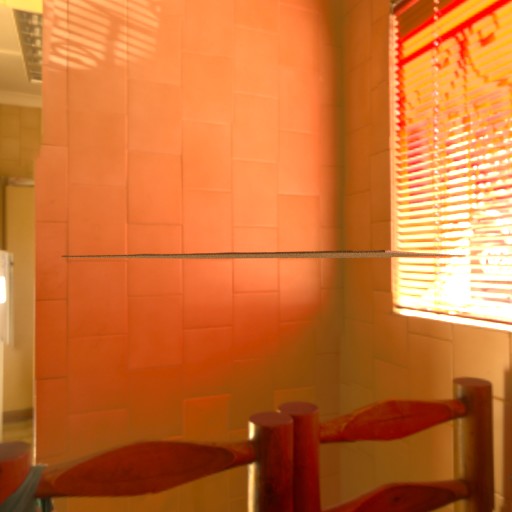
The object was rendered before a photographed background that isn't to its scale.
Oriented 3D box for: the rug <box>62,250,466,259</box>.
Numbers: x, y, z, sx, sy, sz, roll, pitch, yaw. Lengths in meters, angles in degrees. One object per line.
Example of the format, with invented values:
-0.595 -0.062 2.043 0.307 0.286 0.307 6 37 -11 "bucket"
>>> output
0.000 0.000 3.131 2.436 0.015 1.521 -1 -1 37 "rug"
